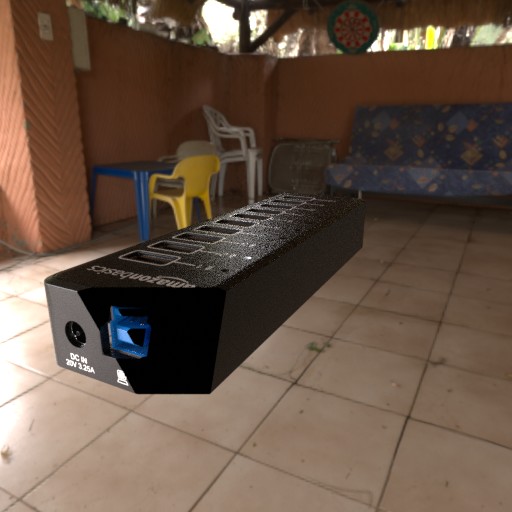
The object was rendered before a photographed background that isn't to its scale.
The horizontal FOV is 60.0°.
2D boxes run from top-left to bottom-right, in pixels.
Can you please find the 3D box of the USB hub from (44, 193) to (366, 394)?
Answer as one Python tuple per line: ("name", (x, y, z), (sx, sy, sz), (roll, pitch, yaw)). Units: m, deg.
("USB hub", (0.000, 0.000, 0.161), (0.044, 0.023, 0.145), (9, 19, 26))
